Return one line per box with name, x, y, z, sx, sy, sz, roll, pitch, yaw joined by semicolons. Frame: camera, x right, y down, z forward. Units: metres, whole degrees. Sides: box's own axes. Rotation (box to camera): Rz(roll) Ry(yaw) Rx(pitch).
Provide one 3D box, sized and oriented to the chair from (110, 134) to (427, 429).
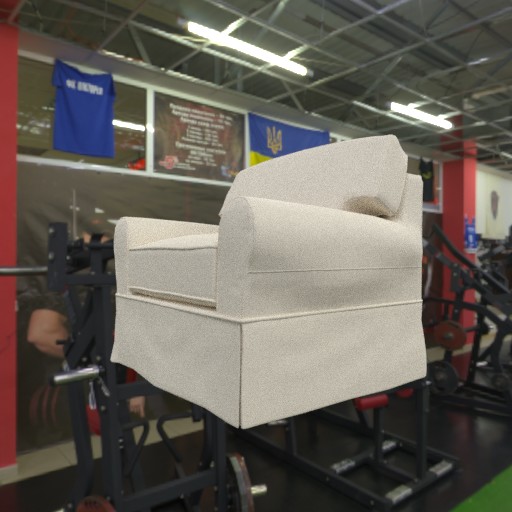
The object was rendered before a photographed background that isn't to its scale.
chair;0.000;0.000;1.846;0.904;0.958;1.099;0;0;-37
